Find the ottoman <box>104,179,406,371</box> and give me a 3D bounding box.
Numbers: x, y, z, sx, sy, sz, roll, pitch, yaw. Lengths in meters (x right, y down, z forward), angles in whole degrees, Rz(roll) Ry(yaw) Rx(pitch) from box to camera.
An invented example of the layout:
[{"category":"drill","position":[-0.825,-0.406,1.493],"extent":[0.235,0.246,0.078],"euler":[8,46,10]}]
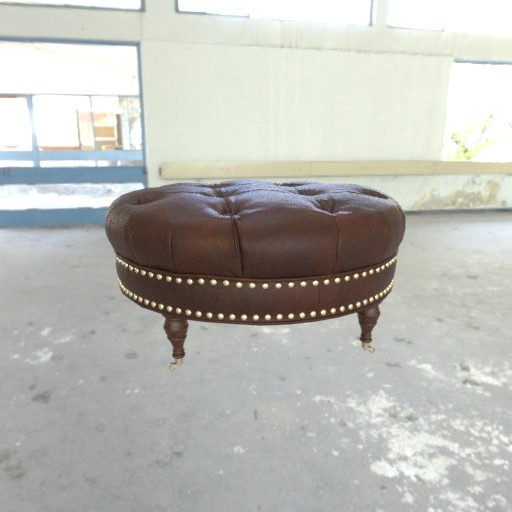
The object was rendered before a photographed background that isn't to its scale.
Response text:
[{"category":"ottoman","position":[0.000,0.000,1.414],"extent":[0.901,0.455,0.901],"euler":[0,14,0]}]
